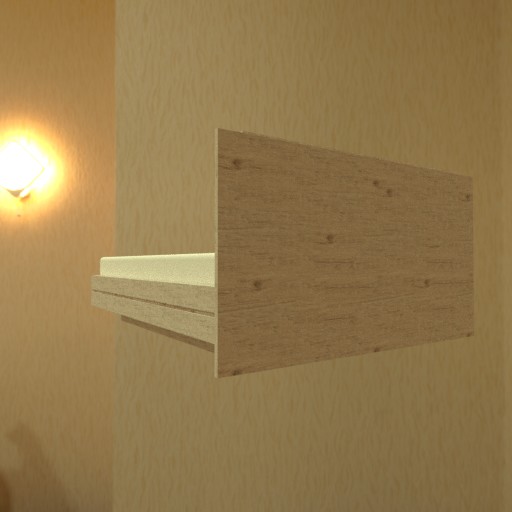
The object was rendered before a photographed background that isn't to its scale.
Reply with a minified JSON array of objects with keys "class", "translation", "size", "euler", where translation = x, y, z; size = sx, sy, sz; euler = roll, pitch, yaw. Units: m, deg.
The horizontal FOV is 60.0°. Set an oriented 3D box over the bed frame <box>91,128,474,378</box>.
[{"class":"bed frame","translation":[0.000,0.000,3.037],"size":[1.750,0.970,2.080],"euler":[1,-1,-34]}]
